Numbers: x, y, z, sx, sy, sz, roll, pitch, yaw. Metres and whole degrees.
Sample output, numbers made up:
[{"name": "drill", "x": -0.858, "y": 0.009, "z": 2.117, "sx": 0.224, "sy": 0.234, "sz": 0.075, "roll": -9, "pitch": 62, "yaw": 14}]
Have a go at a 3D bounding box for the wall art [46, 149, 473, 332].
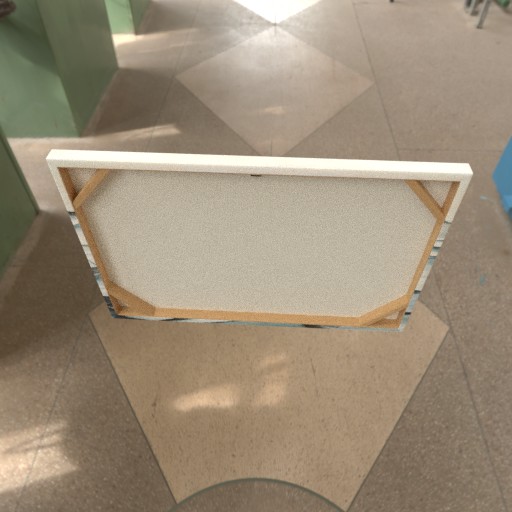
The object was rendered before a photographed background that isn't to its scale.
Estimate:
[{"name": "wall art", "x": 0.000, "y": 0.000, "z": 1.181, "sx": 0.914, "sy": 0.609, "sz": 0.039, "roll": 2, "pitch": 48, "yaw": 2}]
